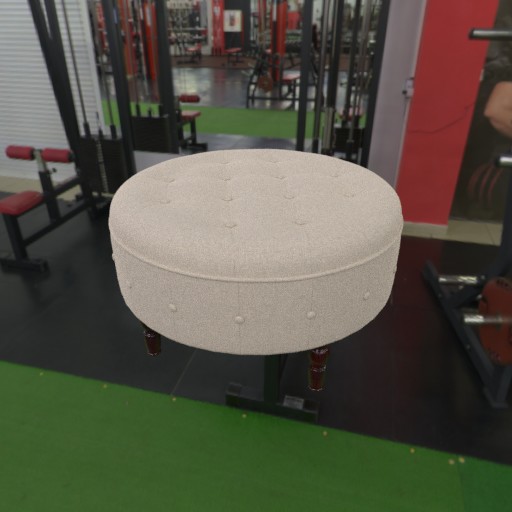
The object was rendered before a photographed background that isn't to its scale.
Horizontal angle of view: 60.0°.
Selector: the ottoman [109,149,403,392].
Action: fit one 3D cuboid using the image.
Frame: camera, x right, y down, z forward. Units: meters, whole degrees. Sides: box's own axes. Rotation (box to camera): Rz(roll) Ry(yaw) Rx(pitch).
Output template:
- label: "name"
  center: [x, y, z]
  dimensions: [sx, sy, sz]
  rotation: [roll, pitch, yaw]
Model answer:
- label: "ottoman"
  center: [0.000, 0.000, 1.409]
  dimensions: [0.848, 0.494, 0.848]
  rotation: [0, 29, 0]
